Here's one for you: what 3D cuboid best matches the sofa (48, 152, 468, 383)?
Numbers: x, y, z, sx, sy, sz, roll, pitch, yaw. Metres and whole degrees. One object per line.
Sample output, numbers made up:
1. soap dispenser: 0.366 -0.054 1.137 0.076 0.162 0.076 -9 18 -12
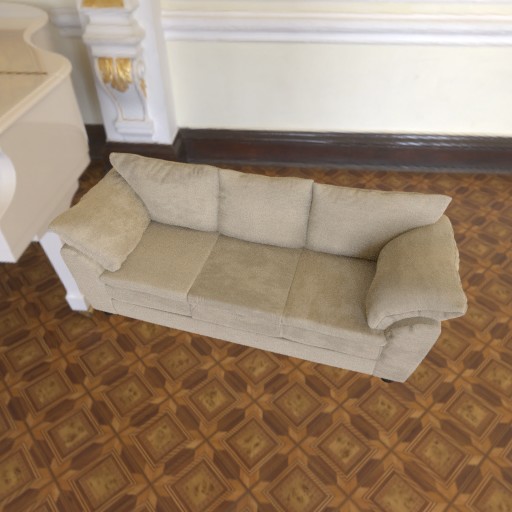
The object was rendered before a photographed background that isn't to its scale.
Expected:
1. sofa: 0.000 0.000 2.865 2.377 0.981 0.893 11 42 12
